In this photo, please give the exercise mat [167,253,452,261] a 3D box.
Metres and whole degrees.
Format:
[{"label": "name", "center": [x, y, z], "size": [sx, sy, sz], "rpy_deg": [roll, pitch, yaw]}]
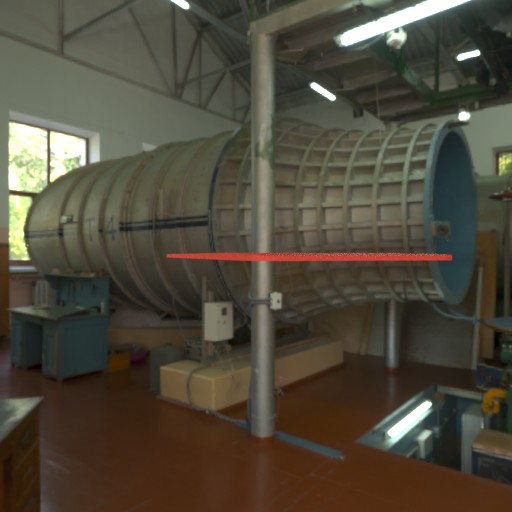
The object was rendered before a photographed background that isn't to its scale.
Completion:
[{"label": "exercise mat", "center": [0.000, 0.000, 2.029], "size": [0.616, 0.021, 1.869], "rpy_deg": [0, 0, -18]}]
